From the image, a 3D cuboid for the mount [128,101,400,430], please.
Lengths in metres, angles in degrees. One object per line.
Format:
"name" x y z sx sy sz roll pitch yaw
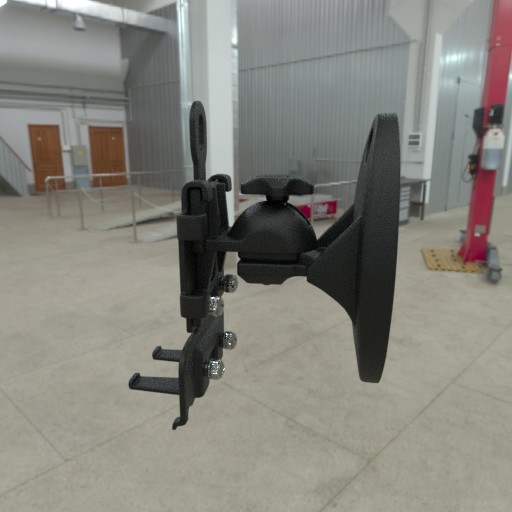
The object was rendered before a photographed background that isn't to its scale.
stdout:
"mount" 0.000 0.000 0.177 0.100 0.118 0.066 2 14 8
